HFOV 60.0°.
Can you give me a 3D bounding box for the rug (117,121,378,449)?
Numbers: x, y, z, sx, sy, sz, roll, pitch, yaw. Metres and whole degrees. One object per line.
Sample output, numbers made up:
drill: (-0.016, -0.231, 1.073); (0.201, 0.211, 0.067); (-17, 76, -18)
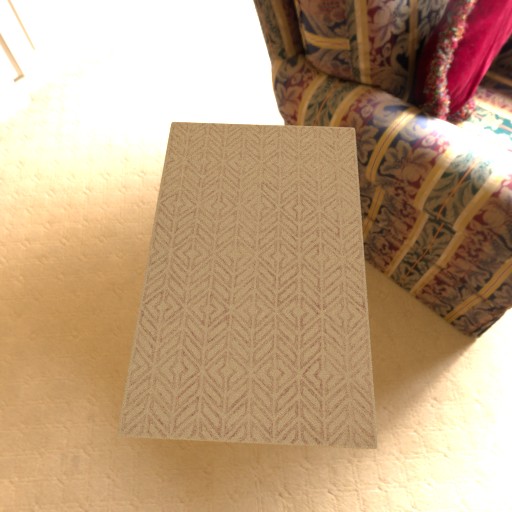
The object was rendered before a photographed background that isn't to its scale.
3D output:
rug: (0.000, 0.000, 3.126); (1.523, 0.008, 2.438); (2, 63, 1)
